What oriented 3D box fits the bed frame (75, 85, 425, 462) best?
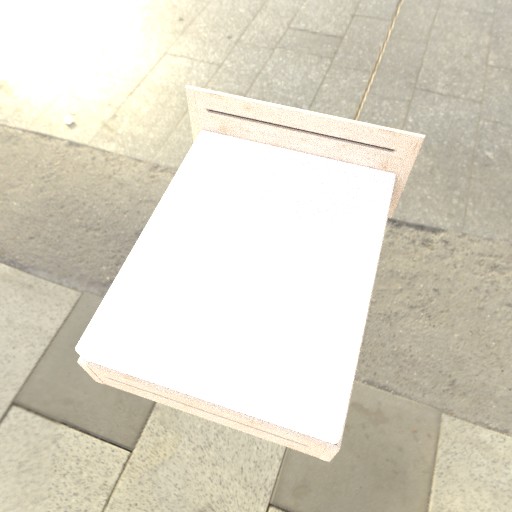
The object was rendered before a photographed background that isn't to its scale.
[{"bbox_3d":[0.000,0.000,3.069,1.800,0.900,2.080,15,58,10],"label":"bed frame"}]
